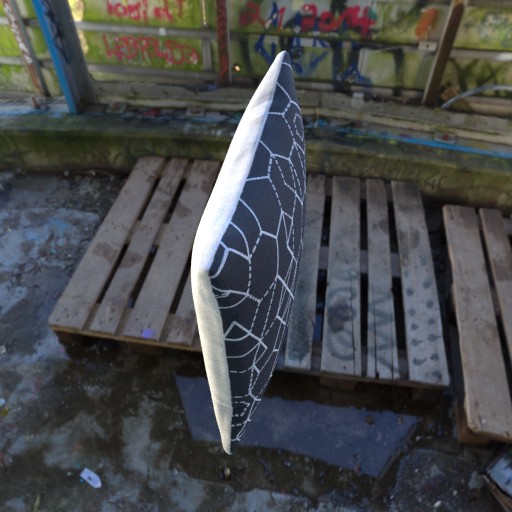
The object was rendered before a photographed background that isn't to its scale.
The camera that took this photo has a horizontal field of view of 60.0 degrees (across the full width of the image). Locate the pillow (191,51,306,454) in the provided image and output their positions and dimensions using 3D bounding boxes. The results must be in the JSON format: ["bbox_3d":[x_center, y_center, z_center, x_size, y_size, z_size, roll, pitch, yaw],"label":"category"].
[{"bbox_3d":[0.000,0.000,0.782,0.158,0.508,0.517,8,48,7],"label":"pillow"}]
